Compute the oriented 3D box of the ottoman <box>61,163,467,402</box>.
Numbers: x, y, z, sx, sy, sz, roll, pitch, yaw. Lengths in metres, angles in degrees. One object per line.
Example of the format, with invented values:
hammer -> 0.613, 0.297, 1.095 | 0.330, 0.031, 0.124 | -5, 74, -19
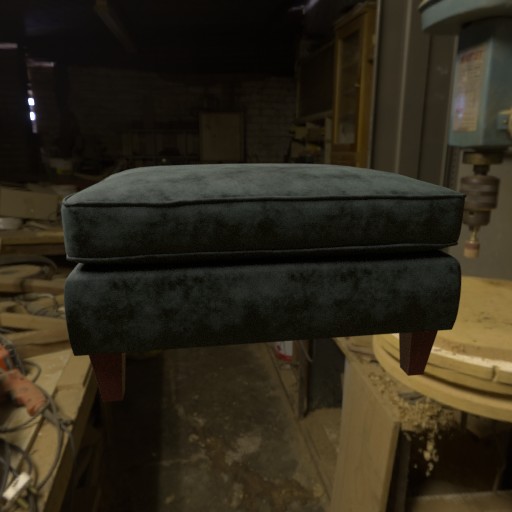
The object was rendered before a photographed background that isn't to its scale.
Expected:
ottoman -> 0.000, 0.000, 1.228 | 0.864, 0.495, 0.632 | -2, 15, -9
